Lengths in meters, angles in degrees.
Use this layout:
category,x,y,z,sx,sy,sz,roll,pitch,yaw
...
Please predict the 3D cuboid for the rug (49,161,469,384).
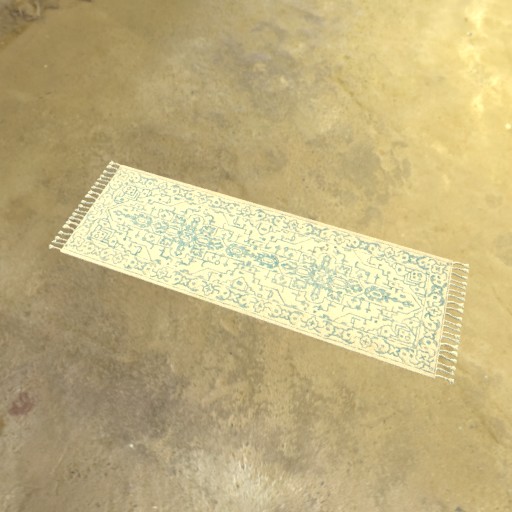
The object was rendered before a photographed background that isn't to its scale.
category,x,y,z,sx,sy,sz,roll,pitch,yaw
rug,0.000,0.000,2.689,2.449,0.011,0.774,17,60,10
